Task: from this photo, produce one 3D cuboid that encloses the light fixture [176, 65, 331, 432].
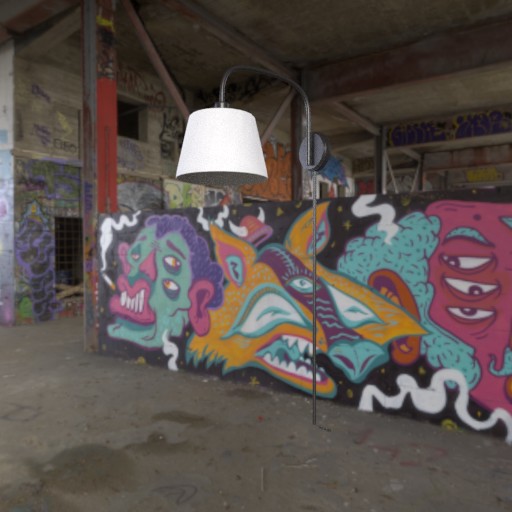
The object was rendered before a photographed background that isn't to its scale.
[{"bbox_3d":[0.000,0.000,0.471,0.176,0.399,0.092,-1,1,-36],"label":"light fixture"}]
